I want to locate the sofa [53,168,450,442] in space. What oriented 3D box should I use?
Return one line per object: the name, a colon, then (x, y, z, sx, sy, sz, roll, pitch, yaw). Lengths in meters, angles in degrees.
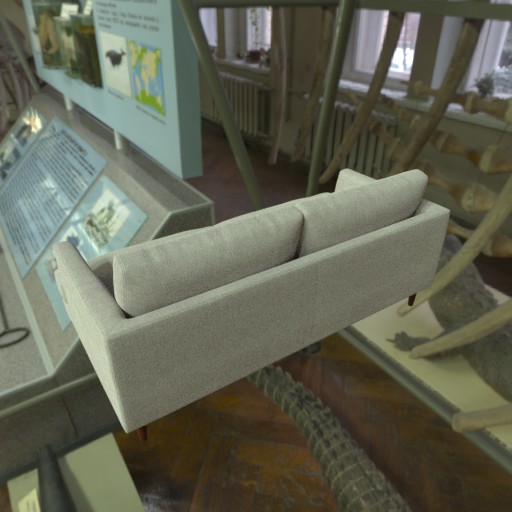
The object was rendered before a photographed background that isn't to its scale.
sofa: (0.000, 0.000, 2.462, 1.948, 0.868, 1.020, -19, 35, -28)
